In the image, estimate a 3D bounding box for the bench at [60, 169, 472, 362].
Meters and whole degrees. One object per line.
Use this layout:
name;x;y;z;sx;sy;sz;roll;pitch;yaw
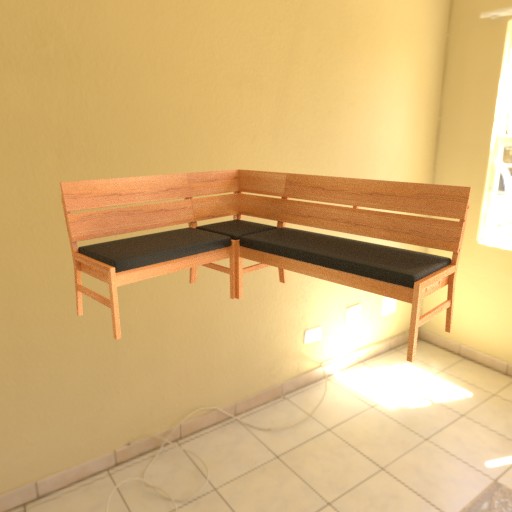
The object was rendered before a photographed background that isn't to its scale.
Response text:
bench;0.000;0.000;2.775;1.948;0.890;1.548;15;21;43
